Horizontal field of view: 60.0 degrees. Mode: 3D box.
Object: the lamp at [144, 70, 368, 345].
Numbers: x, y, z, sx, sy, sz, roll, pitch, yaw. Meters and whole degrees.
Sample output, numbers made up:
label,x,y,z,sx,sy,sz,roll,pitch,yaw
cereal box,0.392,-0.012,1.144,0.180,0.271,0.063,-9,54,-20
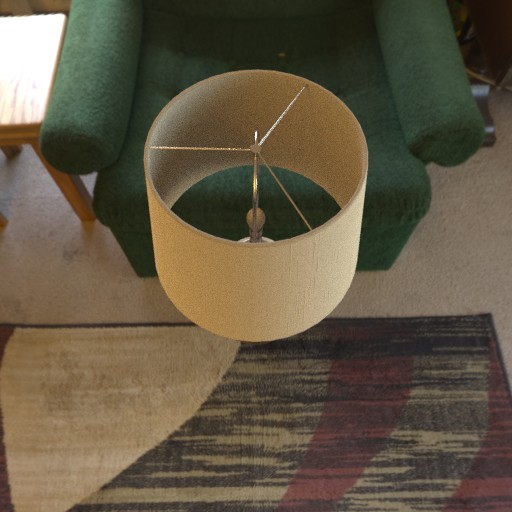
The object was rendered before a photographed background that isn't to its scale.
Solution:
label,x,y,z,sx,sy,sz,roll,pitch,yaw
lamp,0.000,0.000,0.663,0.285,0.483,0.285,0,63,0
